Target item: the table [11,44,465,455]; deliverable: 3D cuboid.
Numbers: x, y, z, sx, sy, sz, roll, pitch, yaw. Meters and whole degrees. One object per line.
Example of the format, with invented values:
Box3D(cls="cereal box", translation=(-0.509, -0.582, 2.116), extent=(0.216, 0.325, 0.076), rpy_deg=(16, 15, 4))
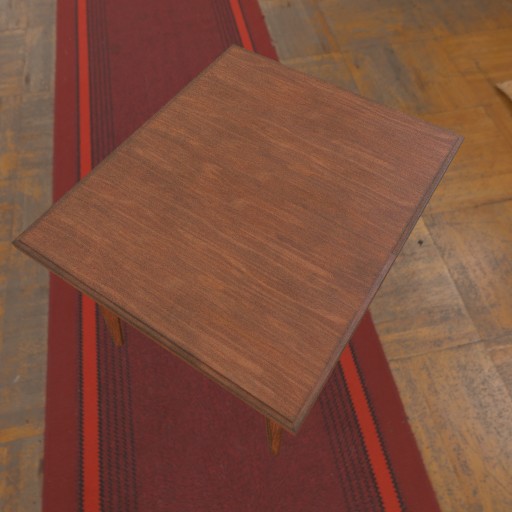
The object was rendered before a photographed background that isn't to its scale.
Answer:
Box3D(cls="table", translation=(0.000, 0.000, 1.539), extent=(0.838, 0.761, 0.991), rpy_deg=(29, 63, 16))
